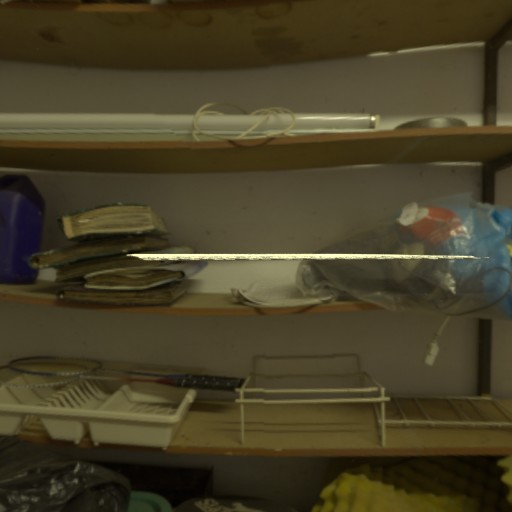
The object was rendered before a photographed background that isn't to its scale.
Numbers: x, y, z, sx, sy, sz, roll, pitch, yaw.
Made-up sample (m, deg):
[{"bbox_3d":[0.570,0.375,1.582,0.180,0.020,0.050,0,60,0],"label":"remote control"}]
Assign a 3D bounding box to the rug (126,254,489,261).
[{"bbox_3d":[0.000,0.000,3.904,2.125,0.028,3.027,0,0,-18],"label":"rug"}]
